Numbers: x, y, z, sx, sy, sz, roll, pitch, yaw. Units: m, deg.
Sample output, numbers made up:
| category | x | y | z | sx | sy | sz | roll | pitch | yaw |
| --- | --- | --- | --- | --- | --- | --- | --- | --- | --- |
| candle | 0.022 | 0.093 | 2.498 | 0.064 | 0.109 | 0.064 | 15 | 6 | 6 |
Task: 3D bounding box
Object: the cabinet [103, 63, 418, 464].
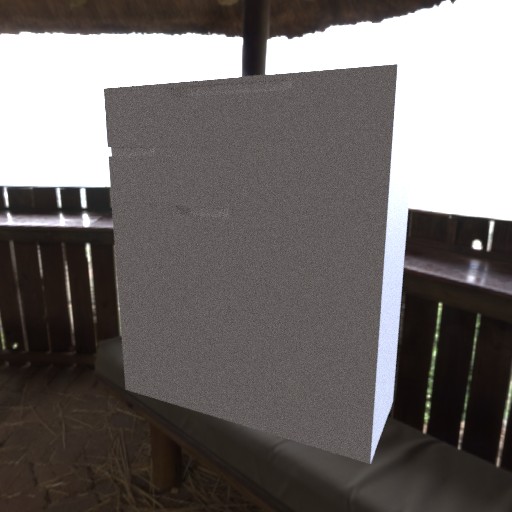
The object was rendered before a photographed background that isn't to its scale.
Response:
| category | x | y | z | sx | sy | sz | roll | pitch | yaw |
| --- | --- | --- | --- | --- | --- | --- | --- | --- | --- |
| cabinet | 0.000 | 0.000 | 1.648 | 1.000 | 1.190 | 0.400 | 7 | 15 | 26 |
